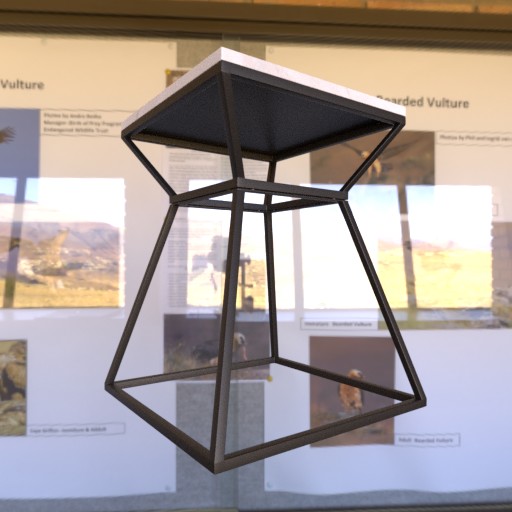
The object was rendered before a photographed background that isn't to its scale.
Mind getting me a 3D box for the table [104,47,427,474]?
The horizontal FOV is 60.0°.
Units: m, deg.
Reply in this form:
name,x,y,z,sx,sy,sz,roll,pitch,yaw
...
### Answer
name,x,y,z,sx,sy,sz,roll,pitch,yaw
table,0.000,0.000,0.877,0.455,0.559,0.455,0,-1,-36
